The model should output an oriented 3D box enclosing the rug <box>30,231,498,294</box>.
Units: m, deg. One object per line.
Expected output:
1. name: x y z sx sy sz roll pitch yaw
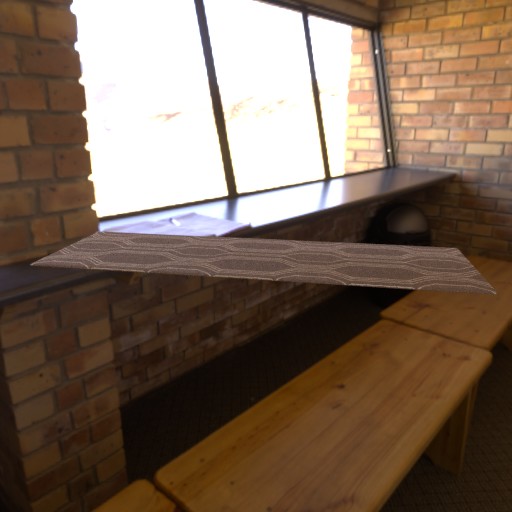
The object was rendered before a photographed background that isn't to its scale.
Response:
1. rug: 0.000 0.000 2.664 2.464 0.012 0.773 3 18 10
